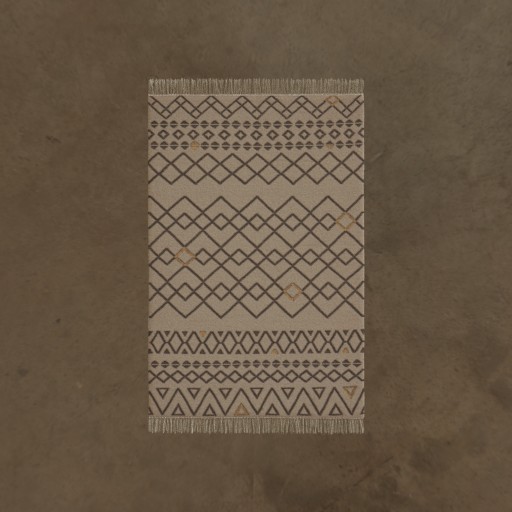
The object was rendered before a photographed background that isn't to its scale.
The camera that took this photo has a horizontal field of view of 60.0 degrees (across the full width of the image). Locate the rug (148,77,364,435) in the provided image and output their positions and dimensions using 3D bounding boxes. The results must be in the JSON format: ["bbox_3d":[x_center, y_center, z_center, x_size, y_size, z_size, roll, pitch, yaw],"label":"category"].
[{"bbox_3d":[0.000,0.000,2.510,1.224,0.028,2.023,0,90,0],"label":"rug"}]
